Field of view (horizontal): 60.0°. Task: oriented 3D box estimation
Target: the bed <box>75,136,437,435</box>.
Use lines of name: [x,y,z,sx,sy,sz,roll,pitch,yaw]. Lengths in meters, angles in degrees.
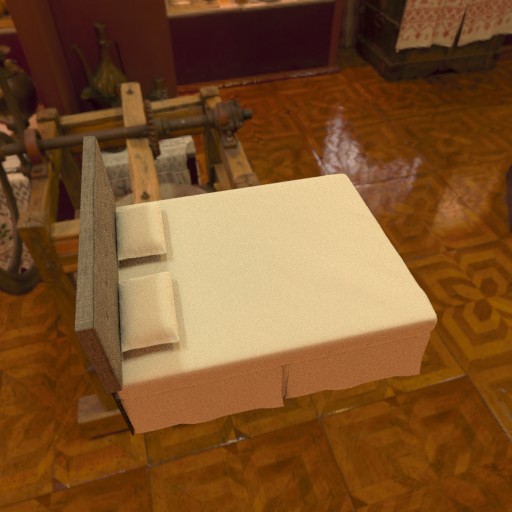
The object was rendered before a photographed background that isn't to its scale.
bed: [0.000,0.000,2.977,1.958,1.168,1.621,-10,47,-9]
